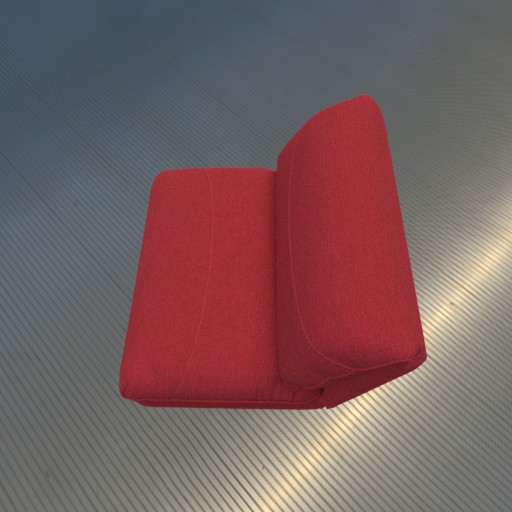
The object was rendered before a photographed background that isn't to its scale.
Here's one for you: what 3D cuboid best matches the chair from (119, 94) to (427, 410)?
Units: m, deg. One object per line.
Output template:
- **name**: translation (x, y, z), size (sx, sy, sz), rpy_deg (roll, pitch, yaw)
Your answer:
- **chair**: translation (0.000, 0.000, 1.336), size (0.780, 0.580, 0.820), rpy_deg (1, 60, 0)
